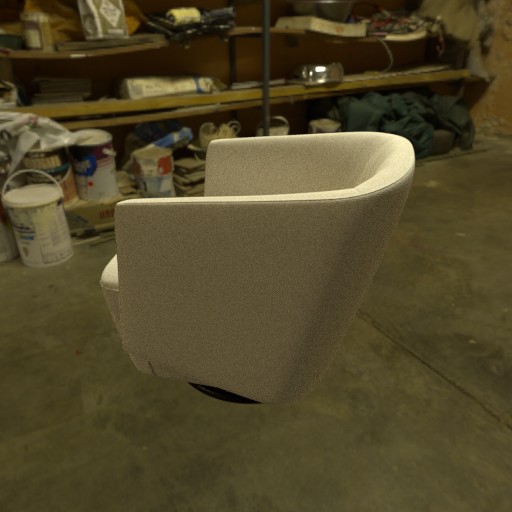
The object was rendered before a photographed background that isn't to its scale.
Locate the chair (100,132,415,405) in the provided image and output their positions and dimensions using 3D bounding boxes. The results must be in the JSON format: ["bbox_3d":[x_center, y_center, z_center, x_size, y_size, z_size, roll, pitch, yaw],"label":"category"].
[{"bbox_3d":[0.000,0.000,1.631,0.986,0.861,0.822,7,29,13],"label":"chair"}]
